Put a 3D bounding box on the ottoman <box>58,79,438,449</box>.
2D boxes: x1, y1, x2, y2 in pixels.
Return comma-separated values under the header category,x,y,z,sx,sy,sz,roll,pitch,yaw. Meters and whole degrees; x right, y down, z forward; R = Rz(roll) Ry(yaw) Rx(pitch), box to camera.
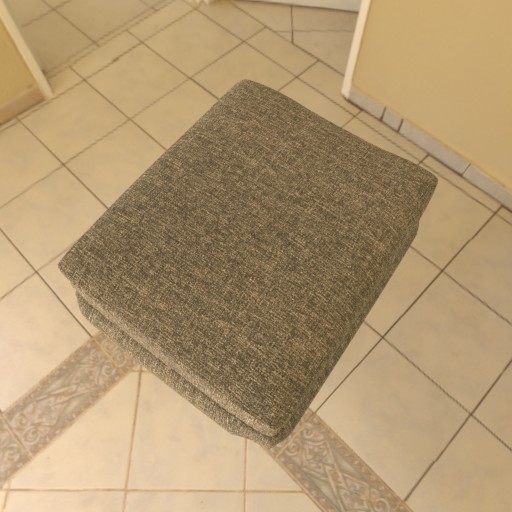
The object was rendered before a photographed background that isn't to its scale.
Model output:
category,x,y,z,sx,sy,sz,roll,pitch,yaw
ottoman,0.000,0.000,1.247,0.683,0.480,0.828,33,68,15
